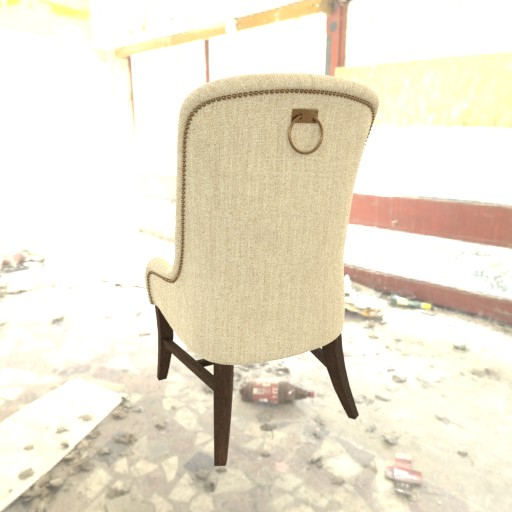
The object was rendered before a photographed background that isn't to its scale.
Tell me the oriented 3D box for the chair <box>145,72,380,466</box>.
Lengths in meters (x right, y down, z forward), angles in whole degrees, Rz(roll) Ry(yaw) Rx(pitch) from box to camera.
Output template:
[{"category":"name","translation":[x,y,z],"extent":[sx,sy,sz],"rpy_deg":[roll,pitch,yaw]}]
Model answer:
[{"category":"chair","translation":[0.000,0.000,1.500],"extent":[0.634,1.091,0.629],"rpy_deg":[-8,17,-26]}]
